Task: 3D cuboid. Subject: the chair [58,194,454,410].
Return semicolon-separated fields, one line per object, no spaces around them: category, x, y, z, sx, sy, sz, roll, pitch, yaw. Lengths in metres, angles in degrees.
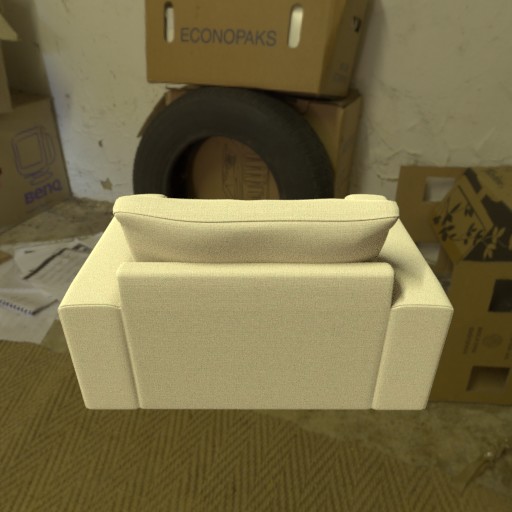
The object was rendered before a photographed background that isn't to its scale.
chair;0.000;0.000;2.042;1.398;0.915;1.039;0;31;0
